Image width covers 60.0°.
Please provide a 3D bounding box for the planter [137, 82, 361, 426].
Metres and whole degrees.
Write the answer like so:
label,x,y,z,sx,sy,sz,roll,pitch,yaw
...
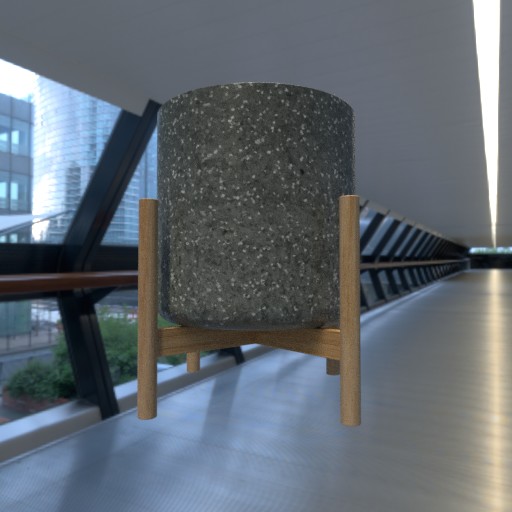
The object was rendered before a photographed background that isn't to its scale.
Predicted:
label,x,y,z,sx,sy,sz,roll,pitch,yaw
planter,0.000,0.000,0.690,0.360,0.419,0.360,1,-2,-17
